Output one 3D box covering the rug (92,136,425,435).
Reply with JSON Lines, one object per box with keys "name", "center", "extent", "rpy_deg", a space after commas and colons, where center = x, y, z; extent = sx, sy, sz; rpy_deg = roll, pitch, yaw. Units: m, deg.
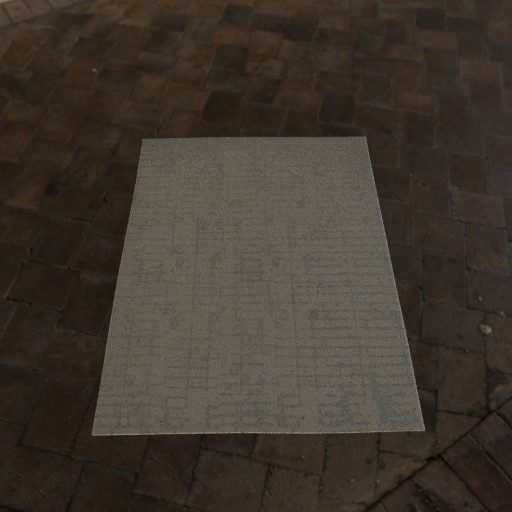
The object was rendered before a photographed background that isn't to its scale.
{"name": "rug", "center": [0.000, 0.000, 4.045], "extent": [2.447, 0.014, 3.061], "rpy_deg": [-1, 58, 0]}
